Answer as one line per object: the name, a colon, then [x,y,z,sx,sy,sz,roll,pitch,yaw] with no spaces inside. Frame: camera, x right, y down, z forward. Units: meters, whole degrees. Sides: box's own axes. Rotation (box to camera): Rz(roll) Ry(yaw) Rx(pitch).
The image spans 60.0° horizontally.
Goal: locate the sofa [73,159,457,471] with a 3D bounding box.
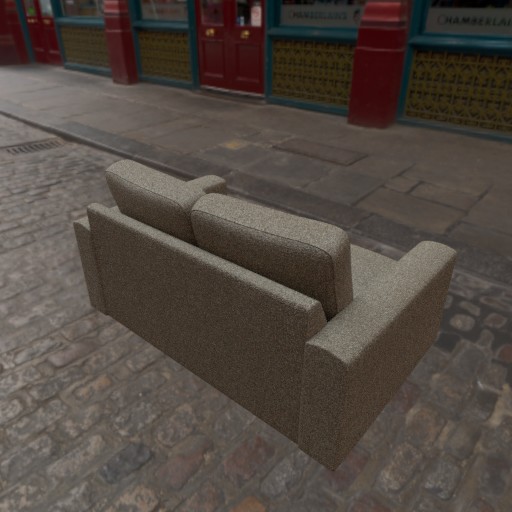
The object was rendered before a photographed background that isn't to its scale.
sofa: [0.000,0.000,2.202,1.616,0.873,1.016,23,36,34]
